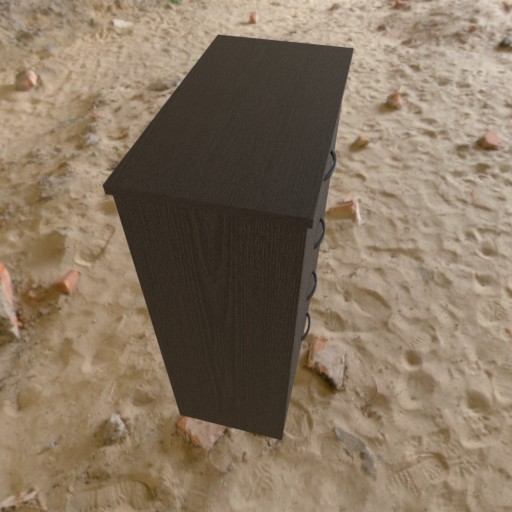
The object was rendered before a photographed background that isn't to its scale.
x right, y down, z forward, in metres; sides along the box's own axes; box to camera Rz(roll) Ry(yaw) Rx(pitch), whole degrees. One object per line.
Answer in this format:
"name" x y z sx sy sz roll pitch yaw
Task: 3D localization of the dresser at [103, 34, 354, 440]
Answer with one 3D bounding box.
"dresser" 0.000 0.000 1.376 0.399 1.020 0.704 10 48 9
